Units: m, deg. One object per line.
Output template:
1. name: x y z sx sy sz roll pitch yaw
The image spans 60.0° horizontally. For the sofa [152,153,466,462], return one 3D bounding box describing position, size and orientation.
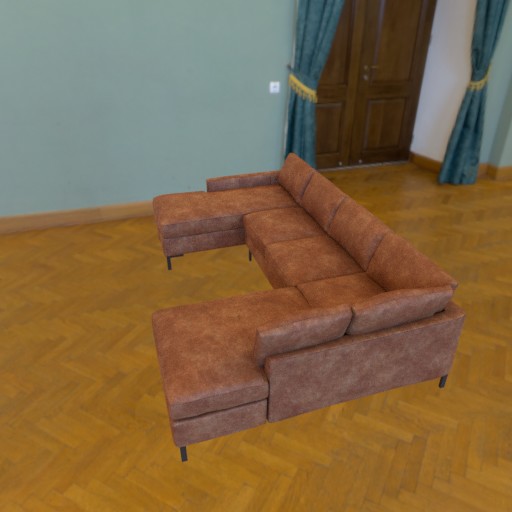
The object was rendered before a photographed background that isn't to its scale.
1. sofa: 0.000 0.000 3.859 1.939 0.900 2.956 -9 32 -15
